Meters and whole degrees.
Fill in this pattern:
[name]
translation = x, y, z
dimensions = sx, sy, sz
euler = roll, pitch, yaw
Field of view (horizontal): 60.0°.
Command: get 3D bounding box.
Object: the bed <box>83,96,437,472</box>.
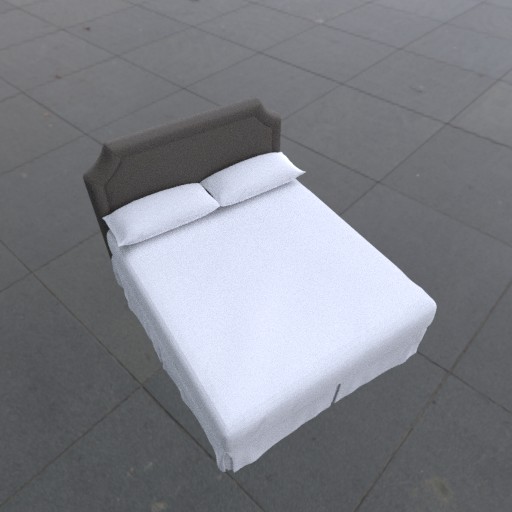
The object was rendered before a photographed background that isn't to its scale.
[bed]
translation = 0.000, 0.000, 3.980
dimensions = 2.194, 1.561, 2.536
euler = -25, 52, -22
